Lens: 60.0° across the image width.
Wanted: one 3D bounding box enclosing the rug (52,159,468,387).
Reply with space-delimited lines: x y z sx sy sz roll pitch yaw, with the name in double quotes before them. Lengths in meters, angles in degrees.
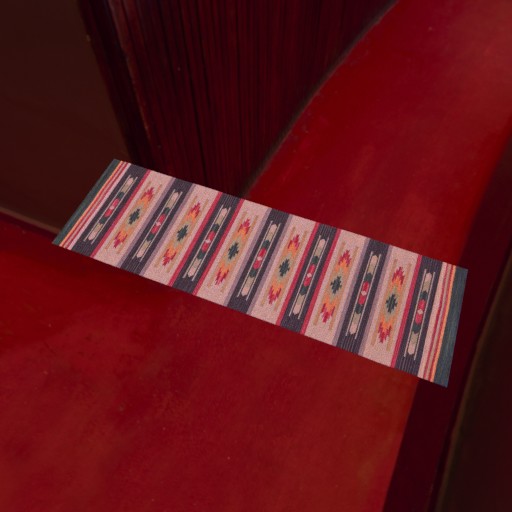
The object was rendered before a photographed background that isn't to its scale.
"rug" 0.000 0.000 2.715 2.440 0.009 0.760 19 61 11
